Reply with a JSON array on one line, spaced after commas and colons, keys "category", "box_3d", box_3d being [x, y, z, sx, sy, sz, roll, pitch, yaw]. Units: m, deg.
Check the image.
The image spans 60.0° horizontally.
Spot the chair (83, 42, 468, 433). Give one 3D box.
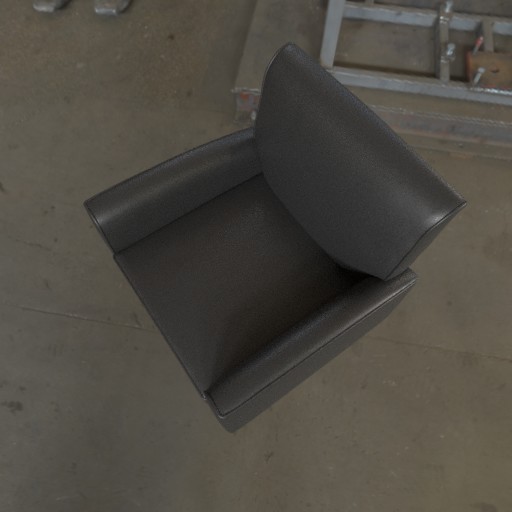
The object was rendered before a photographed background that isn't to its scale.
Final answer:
[{"category": "chair", "box_3d": [0.000, 0.000, 1.540, 0.819, 0.916, 0.820, -33, 68, -15]}]
